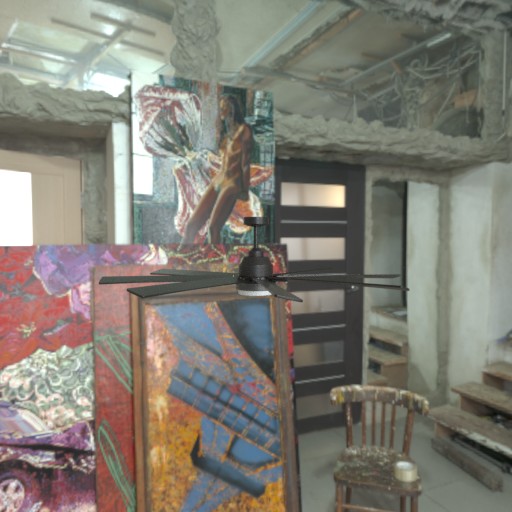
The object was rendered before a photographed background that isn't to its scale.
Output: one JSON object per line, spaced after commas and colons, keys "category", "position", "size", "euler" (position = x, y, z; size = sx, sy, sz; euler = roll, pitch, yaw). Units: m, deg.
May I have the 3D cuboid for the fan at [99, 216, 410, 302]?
{"category": "fan", "position": [0.000, 0.000, 2.705], "size": [1.830, 0.472, 1.830], "euler": [2, 3, 36]}
